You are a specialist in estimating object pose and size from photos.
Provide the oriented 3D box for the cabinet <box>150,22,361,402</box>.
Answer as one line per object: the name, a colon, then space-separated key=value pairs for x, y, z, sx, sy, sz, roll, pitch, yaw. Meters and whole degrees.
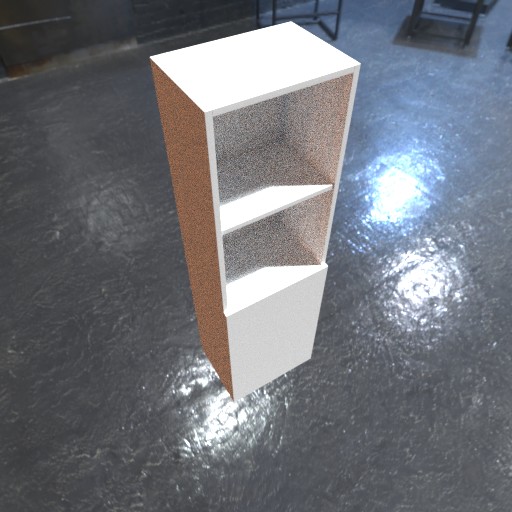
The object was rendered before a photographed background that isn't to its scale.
cabinet: x=0.000 y=0.000 z=1.526 sx=0.400 sy=1.350 sz=0.300 roll=-24 pitch=53 yaw=-20
